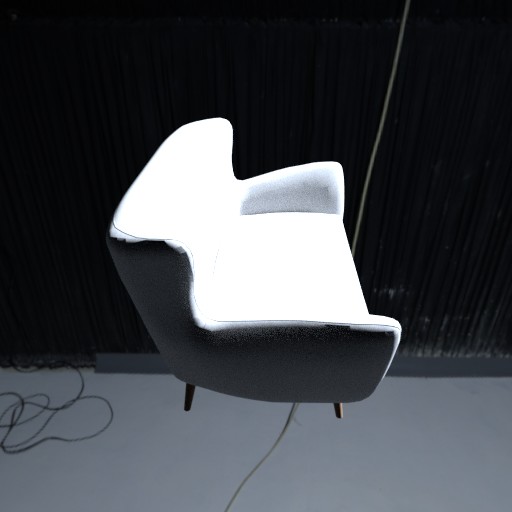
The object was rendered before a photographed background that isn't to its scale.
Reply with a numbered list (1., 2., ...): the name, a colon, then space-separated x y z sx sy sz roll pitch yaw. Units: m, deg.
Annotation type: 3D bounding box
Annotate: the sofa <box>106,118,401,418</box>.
1. sofa: 0.000 0.000 1.949 0.921 0.878 1.424 1 31 2
